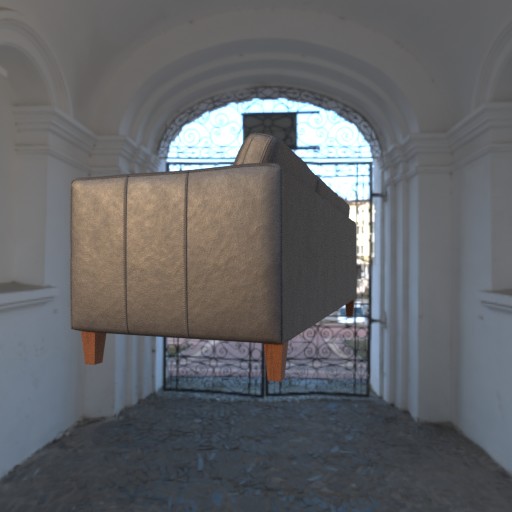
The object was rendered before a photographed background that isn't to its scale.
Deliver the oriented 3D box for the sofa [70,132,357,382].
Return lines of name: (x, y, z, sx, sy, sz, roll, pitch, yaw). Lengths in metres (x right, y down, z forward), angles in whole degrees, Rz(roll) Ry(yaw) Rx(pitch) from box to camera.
sofa: (0.000, 0.000, 2.945, 1.045, 1.006, 2.464, 0, -1, 19)
